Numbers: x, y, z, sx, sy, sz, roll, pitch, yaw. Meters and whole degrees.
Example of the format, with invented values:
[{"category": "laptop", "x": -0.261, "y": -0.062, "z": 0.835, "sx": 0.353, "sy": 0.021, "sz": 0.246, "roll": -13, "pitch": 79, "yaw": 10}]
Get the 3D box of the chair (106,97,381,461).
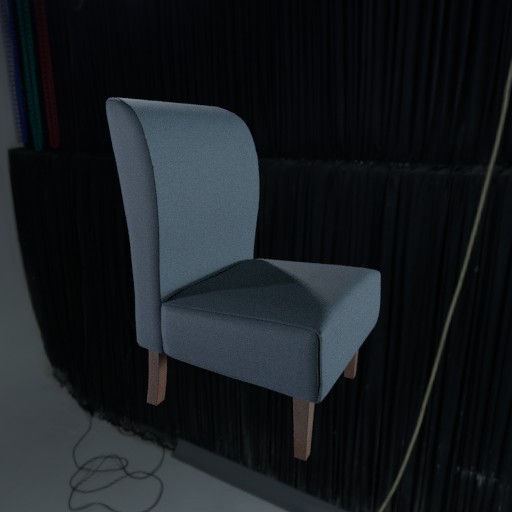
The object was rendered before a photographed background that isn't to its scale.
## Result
[{"category": "chair", "x": 0.000, "y": 0.000, "z": 1.199, "sx": 0.592, "sy": 0.804, "sz": 0.513, "roll": 8, "pitch": 17, "yaw": 26}]
